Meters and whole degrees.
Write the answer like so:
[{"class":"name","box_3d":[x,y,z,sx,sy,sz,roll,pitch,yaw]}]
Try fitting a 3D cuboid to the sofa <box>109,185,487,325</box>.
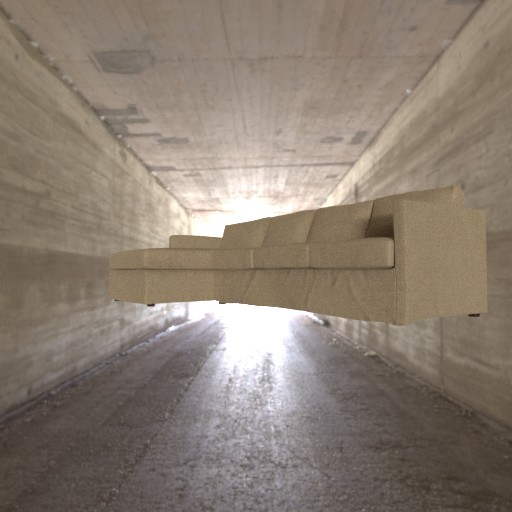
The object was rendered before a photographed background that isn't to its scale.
[{"class":"sofa","box_3d":[0.000,0.000,3.855,1.638,0.920,3.198,1,-2,-35]}]
